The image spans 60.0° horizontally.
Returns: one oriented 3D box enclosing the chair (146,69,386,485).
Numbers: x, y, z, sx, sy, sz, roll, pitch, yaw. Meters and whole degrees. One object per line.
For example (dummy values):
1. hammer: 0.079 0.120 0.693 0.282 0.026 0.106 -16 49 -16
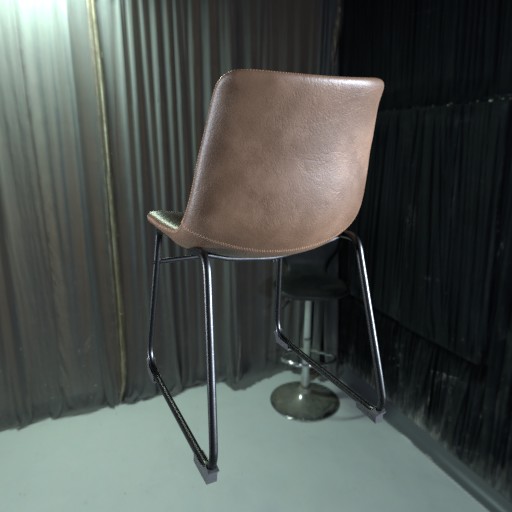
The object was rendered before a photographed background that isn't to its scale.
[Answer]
1. chair: 0.000 0.000 1.086 0.460 0.780 0.551 -8 17 -26
